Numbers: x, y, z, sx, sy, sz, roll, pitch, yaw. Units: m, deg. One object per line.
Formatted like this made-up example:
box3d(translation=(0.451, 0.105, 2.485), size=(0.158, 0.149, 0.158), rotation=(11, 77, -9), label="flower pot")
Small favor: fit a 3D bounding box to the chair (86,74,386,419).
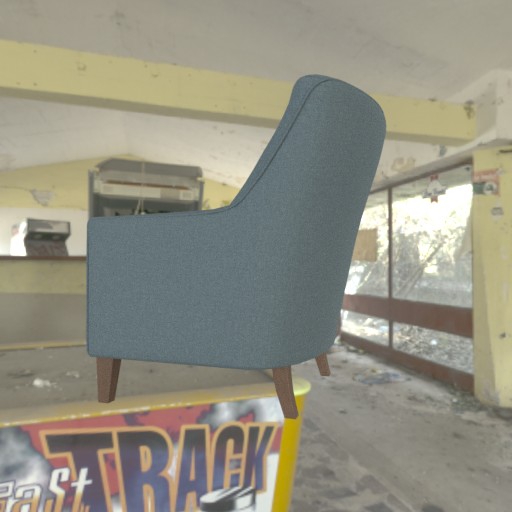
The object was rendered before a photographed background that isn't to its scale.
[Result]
box3d(translation=(0.000, 0.000, 1.555), size=(0.879, 0.916, 0.756), rotation=(0, -1, 20), label="chair")
